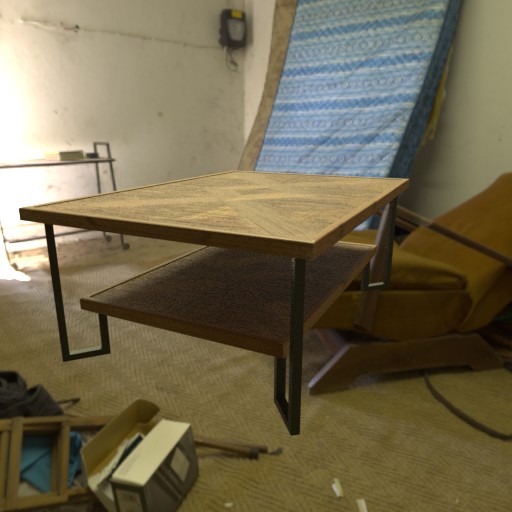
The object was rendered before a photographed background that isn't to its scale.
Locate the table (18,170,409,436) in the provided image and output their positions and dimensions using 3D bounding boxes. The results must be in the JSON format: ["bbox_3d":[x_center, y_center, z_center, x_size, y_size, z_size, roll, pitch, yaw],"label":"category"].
[{"bbox_3d":[0.000,0.000,1.655,0.877,0.492,1.238,8,18,26],"label":"table"}]
